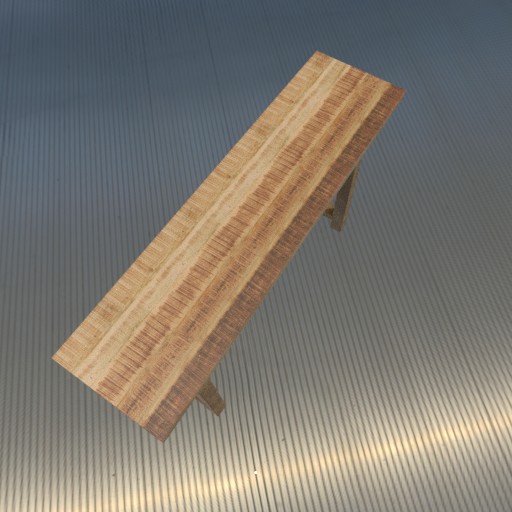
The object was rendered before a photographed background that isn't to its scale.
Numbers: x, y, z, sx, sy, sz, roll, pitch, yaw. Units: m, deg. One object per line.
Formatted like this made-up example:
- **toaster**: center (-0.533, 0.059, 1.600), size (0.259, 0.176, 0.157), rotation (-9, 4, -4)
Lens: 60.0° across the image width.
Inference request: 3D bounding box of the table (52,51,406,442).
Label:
- **table**: center (0.000, 0.000, 1.869), size (0.405, 0.810, 1.524), rotation (31, 68, 14)
